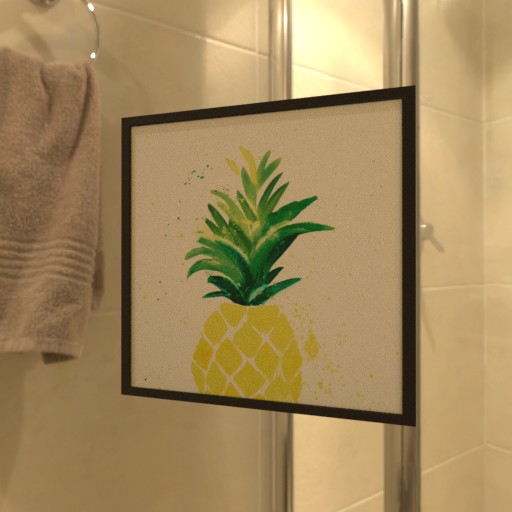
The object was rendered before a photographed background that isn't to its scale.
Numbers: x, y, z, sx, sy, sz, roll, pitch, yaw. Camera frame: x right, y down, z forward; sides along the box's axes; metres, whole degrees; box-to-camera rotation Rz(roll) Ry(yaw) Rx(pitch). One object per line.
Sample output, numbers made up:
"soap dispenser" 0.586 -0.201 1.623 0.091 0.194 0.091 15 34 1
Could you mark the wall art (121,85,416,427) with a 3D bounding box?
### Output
"wall art" 0.000 0.000 0.751 0.508 0.507 0.033 0 0 18
